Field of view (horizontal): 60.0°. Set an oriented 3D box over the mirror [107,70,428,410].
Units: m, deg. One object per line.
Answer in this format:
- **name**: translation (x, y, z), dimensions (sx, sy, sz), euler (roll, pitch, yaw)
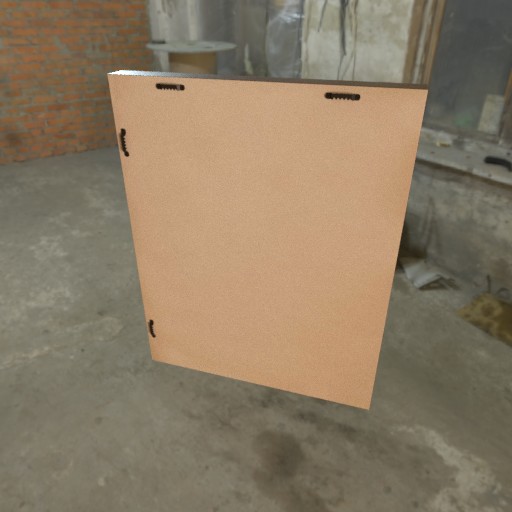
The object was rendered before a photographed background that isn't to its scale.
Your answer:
- **mirror**: translation (0.000, 0.000, 0.678), dimensions (0.406, 0.509, 0.041), euler (9, 31, 15)
